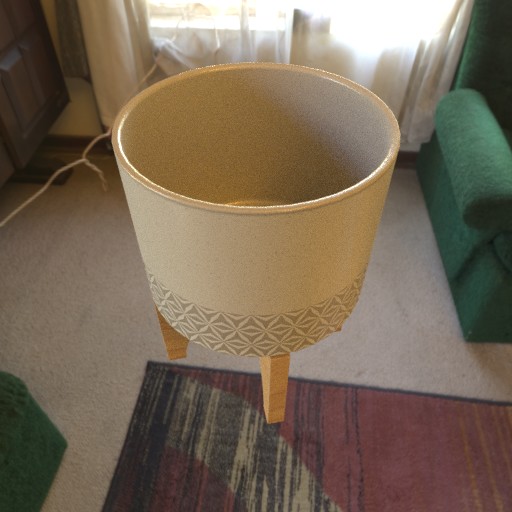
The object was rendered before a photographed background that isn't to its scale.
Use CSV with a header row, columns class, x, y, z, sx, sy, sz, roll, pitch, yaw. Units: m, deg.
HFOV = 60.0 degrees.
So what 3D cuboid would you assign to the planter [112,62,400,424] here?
class,x,y,z,sx,sy,sz,roll,pitch,yaw
planter,0.000,0.000,0.513,0.249,0.343,0.249,0,46,0
